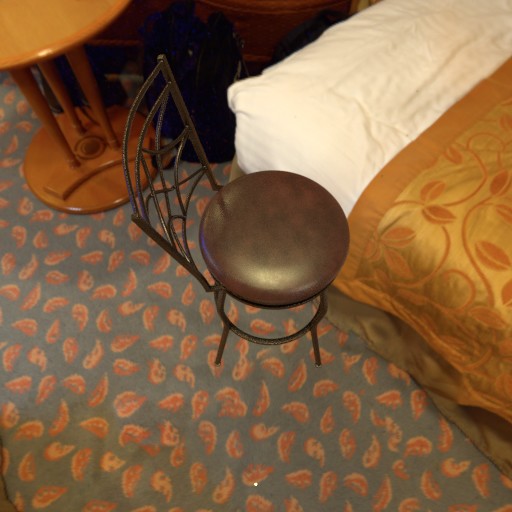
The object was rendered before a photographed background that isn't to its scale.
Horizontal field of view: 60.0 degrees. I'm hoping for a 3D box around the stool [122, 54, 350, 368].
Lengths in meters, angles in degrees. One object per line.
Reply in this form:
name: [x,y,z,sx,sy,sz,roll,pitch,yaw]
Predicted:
stool: [0.000,0.000,1.386,0.534,1.117,0.434,1,63,0]
